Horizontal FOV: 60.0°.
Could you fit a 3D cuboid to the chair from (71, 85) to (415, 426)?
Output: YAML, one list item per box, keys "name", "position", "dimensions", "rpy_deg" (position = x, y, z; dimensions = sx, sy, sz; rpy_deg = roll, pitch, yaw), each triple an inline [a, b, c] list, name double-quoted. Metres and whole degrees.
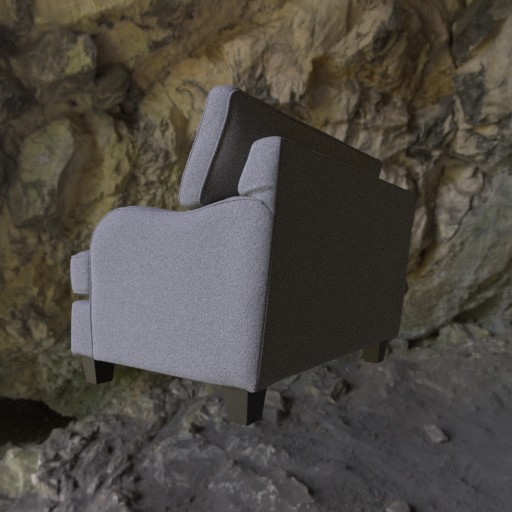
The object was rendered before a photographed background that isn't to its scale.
- name: "chair"
  position: [0.000, 0.000, 1.957]
  dimensions: [1.040, 1.016, 1.220]
  rpy_deg: [-1, -1, 37]
